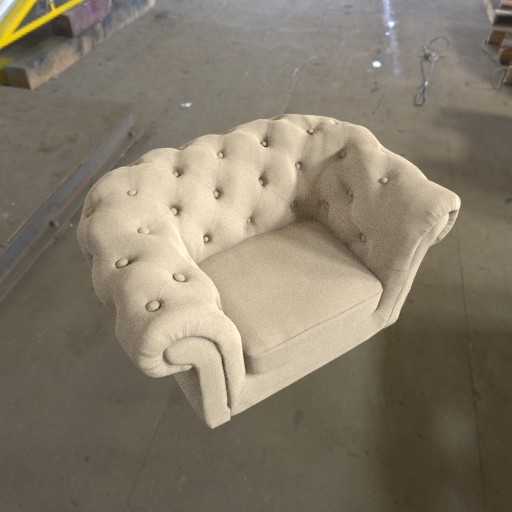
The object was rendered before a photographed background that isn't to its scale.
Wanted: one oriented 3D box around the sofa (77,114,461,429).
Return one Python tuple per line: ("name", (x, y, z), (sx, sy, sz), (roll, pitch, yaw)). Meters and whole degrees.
("sofa", (0.000, 0.000, 2.036), (1.405, 0.878, 1.034), (-23, 50, -21))
